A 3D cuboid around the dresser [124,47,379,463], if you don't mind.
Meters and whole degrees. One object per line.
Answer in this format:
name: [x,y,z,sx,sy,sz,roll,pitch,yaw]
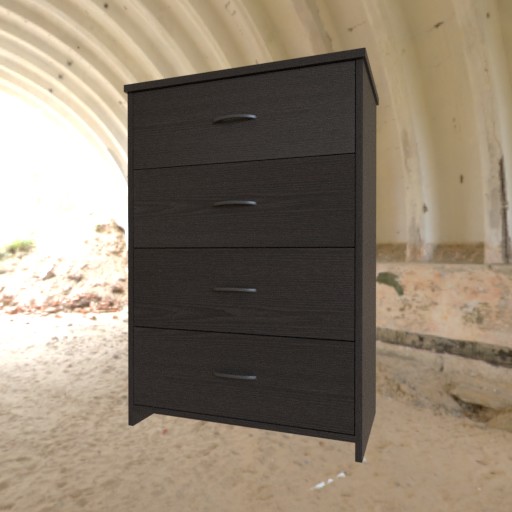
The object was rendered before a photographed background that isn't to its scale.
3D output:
dresser: [0.000,0.000,1.378,0.704,1.020,0.399,0,1,20]
